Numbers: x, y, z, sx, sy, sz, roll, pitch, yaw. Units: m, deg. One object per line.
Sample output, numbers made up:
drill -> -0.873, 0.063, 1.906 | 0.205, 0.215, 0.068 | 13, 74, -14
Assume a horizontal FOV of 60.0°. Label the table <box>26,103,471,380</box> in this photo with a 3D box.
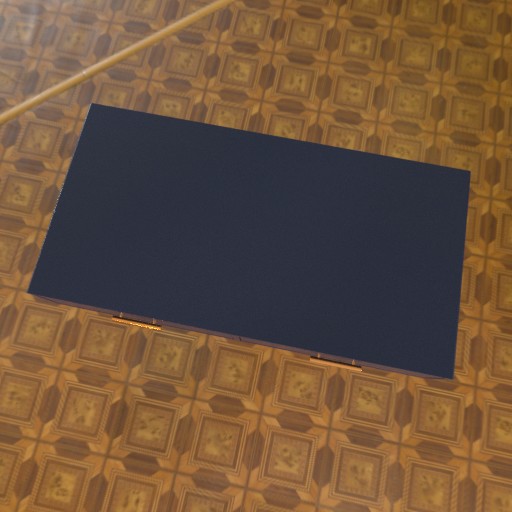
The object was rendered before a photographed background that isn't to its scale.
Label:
table -> 0.000, 0.000, 1.363 | 1.067, 0.457, 0.572 | 11, 75, 3
